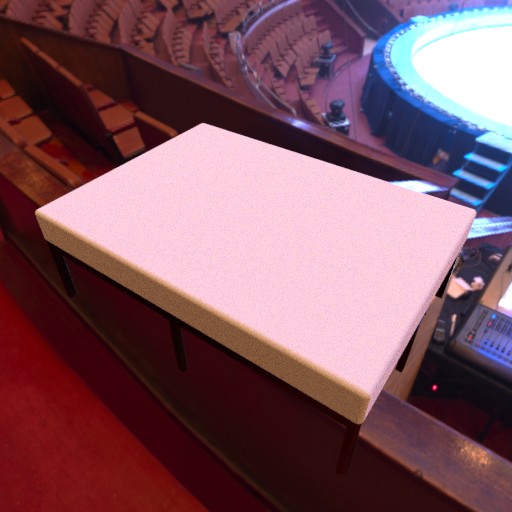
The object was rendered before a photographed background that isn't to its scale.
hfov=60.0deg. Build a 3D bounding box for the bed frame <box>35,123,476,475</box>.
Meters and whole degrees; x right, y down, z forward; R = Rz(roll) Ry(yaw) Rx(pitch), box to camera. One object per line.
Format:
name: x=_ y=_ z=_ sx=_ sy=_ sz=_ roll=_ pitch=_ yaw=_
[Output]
bed frame: x=0.000 y=0.000 z=2.602 sx=1.956 sy=0.659 sz=1.408 roll=25 pitch=46 yaw=26
